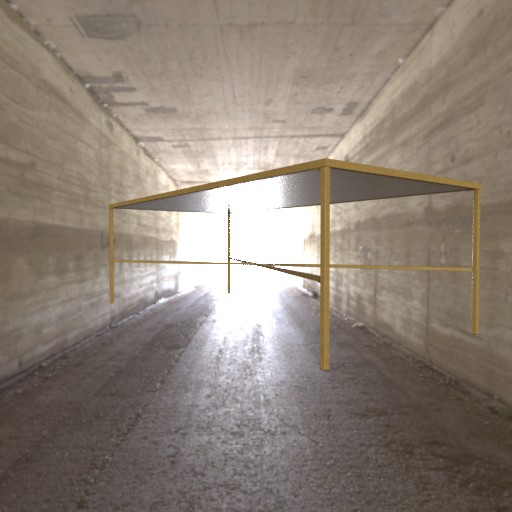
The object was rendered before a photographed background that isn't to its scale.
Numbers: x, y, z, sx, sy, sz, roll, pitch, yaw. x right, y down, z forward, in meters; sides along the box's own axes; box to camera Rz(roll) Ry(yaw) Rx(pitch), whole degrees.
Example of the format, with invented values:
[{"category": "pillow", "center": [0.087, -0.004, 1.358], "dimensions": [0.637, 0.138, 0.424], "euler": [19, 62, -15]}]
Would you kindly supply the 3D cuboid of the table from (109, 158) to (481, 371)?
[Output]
[{"category": "table", "center": [0.000, 0.000, 1.483], "dimensions": [0.580, 0.398, 1.206], "euler": [-1, 2, -37]}]
